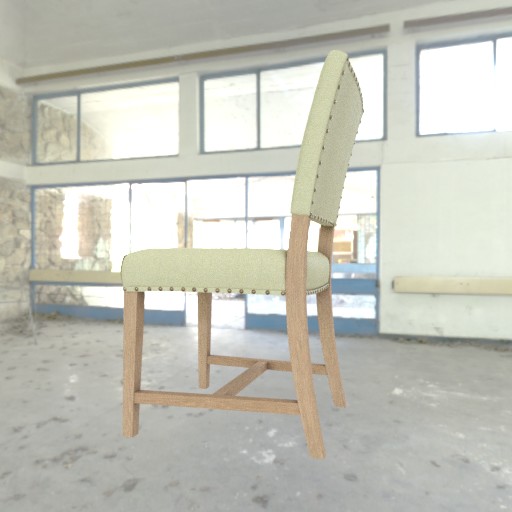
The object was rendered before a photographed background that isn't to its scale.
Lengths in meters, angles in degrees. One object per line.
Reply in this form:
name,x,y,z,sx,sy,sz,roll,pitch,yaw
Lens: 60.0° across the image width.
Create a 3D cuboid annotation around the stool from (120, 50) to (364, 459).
stool,0.000,0.000,1.348,0.623,0.986,0.508,0,0,19
